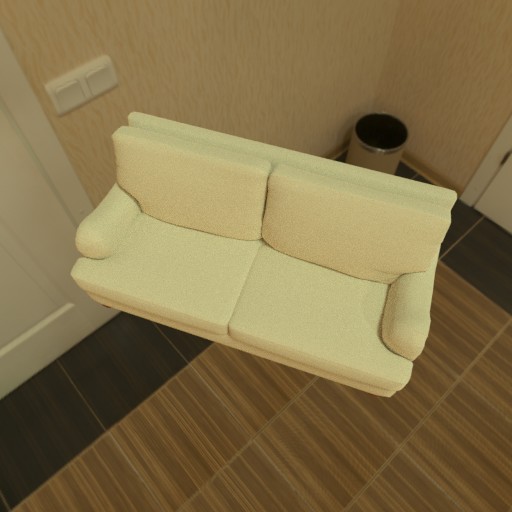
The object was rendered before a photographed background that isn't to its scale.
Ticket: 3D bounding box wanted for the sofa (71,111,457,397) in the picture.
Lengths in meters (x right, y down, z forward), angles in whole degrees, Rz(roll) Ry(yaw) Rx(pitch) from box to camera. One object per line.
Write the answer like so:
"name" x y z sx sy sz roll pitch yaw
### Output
"sofa" 0.000 0.000 2.839 2.159 1.087 1.086 16 61 10
